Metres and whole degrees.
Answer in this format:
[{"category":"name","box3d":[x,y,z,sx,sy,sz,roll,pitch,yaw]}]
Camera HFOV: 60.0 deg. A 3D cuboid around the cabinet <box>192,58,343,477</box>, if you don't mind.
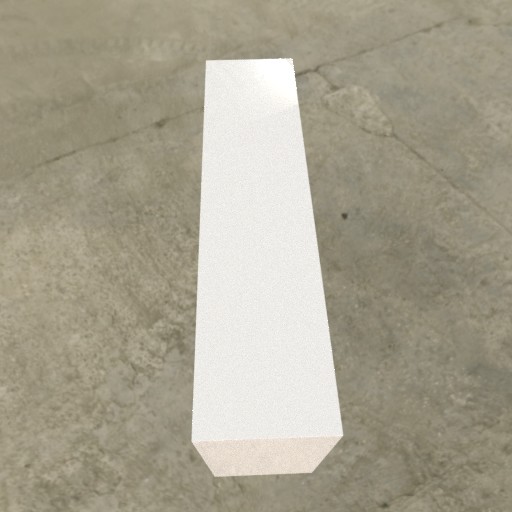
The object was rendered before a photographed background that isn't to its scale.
[{"category":"cabinet","box3d":[0.000,0.000,1.946,0.400,0.800,1.650,-2,57,-1]}]
